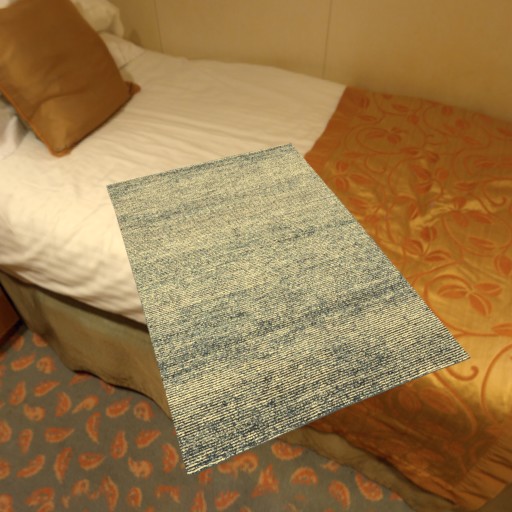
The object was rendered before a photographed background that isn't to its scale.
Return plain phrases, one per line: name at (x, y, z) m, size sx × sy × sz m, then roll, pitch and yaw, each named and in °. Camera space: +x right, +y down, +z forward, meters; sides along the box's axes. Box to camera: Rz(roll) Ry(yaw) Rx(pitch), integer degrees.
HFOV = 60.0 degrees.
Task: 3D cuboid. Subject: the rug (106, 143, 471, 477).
rug at (0.000, 0.000, 2.979) m, size 1.624 × 0.030 × 2.349 m, roll -16°, pitch 49°, yaw -15°
